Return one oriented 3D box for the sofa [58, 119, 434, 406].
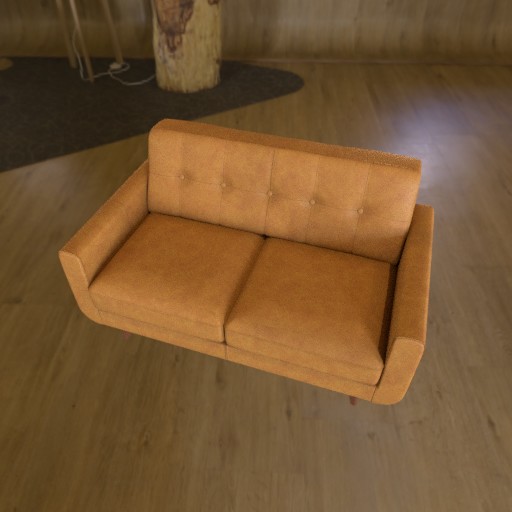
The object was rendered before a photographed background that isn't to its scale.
[{"bbox_3d":[0.000,0.000,2.275,1.651,0.925,0.952,13,44,13],"label":"sofa"}]
